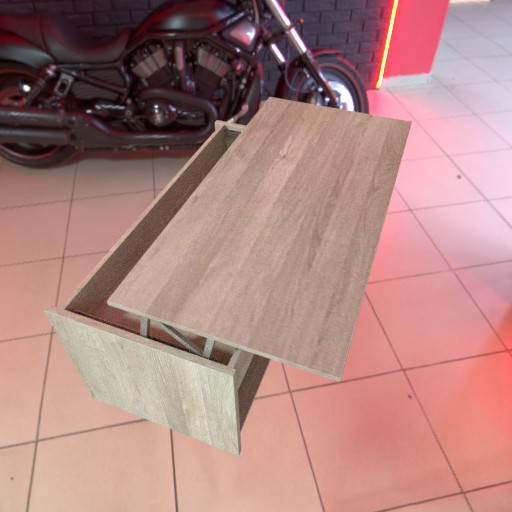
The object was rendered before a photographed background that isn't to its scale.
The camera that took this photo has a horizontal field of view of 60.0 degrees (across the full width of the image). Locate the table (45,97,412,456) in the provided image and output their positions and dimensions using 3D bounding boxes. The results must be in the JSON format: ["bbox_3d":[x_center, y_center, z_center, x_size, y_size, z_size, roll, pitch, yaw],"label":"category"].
[{"bbox_3d":[0.000,0.000,1.417,0.712,0.570,1.000,15,47,15],"label":"table"}]
